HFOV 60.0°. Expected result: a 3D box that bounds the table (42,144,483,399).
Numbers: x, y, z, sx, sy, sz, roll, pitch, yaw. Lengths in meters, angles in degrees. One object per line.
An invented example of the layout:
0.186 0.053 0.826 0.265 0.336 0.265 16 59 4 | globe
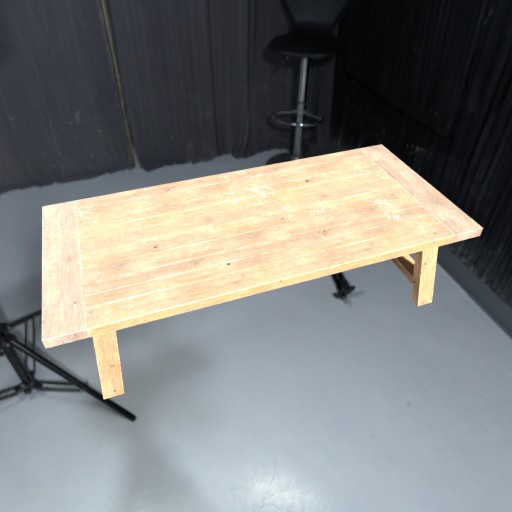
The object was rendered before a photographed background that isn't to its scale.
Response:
0.000 0.000 2.138 1.800 0.465 0.820 -13 43 -15 | table
